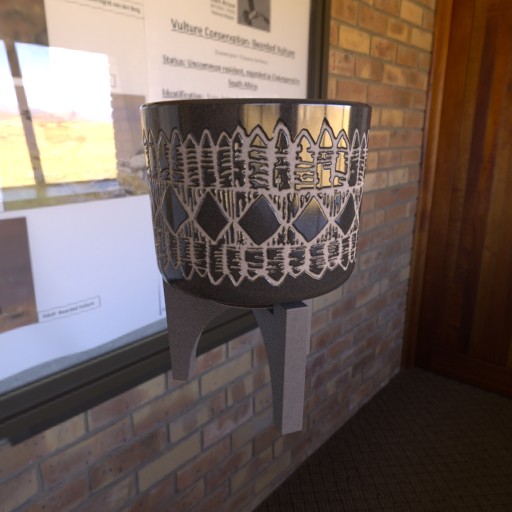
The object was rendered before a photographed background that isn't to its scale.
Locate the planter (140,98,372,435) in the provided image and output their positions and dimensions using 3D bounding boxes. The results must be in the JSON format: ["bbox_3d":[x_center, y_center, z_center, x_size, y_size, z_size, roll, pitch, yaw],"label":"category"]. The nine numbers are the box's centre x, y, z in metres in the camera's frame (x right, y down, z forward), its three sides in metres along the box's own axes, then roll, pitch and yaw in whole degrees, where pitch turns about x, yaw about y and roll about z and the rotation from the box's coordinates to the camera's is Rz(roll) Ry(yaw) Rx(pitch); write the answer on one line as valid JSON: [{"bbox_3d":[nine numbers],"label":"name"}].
[{"bbox_3d":[0.000,0.000,0.277,0.129,0.177,0.129,0,15,0],"label":"planter"}]
